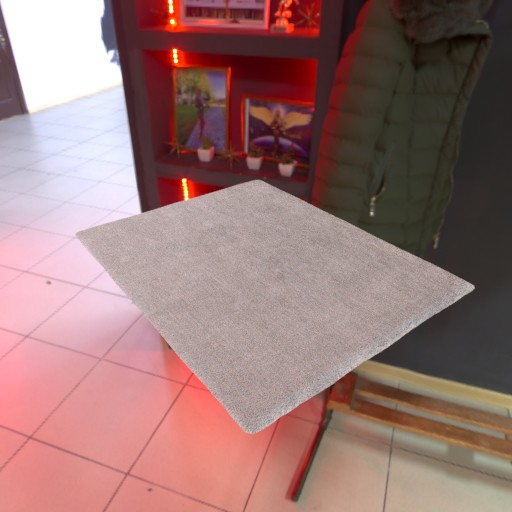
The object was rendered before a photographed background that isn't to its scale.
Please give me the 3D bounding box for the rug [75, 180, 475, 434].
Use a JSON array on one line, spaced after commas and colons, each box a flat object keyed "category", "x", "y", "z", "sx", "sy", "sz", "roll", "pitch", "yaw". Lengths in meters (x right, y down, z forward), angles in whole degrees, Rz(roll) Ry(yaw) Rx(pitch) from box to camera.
[{"category": "rug", "x": 0.000, "y": 0.000, "z": 3.996, "sx": 2.332, "sy": 0.027, "sz": 2.933, "roll": -22, "pitch": 38, "yaw": -31}]
